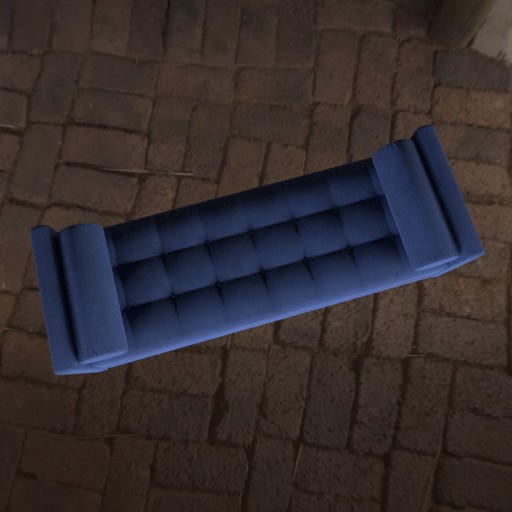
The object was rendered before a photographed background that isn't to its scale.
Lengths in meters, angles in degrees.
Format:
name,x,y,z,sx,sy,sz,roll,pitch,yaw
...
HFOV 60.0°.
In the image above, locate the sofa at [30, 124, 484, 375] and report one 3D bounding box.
name,x,y,z,sx,sy,sz,roll,pitch,yaw
sofa,0.000,0.000,2.311,1.981,0.635,0.686,-15,77,-4
